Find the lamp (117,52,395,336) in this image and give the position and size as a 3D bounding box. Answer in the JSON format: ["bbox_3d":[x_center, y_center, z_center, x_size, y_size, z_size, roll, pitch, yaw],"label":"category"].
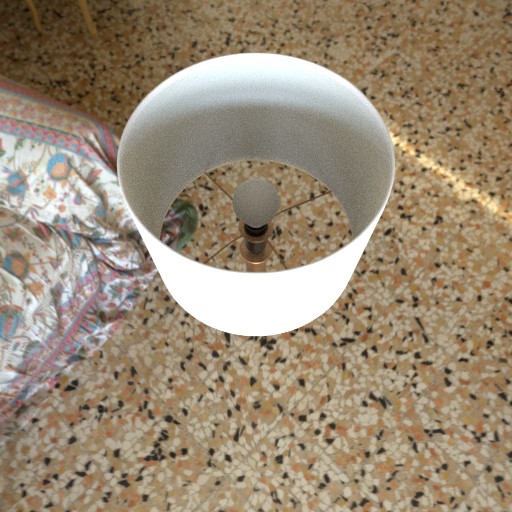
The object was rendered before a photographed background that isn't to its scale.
[{"bbox_3d":[0.000,0.000,0.645,0.268,0.479,0.268,-32,68,-14],"label":"lamp"}]
